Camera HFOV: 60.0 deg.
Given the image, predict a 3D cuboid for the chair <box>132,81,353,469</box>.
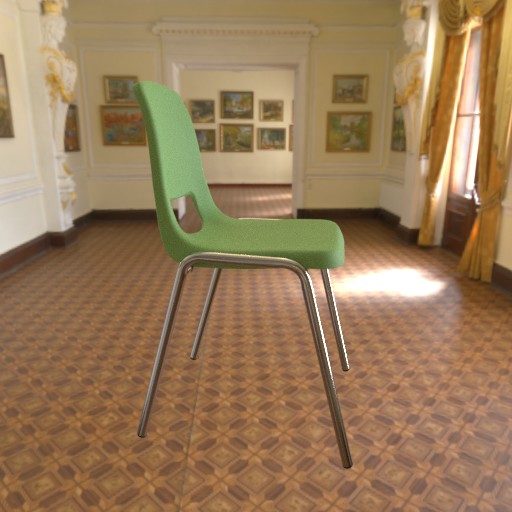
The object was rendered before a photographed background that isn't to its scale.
[{"bbox_3d":[0.000,0.000,0.949,0.436,0.704,0.381,3,15,10],"label":"chair"}]
